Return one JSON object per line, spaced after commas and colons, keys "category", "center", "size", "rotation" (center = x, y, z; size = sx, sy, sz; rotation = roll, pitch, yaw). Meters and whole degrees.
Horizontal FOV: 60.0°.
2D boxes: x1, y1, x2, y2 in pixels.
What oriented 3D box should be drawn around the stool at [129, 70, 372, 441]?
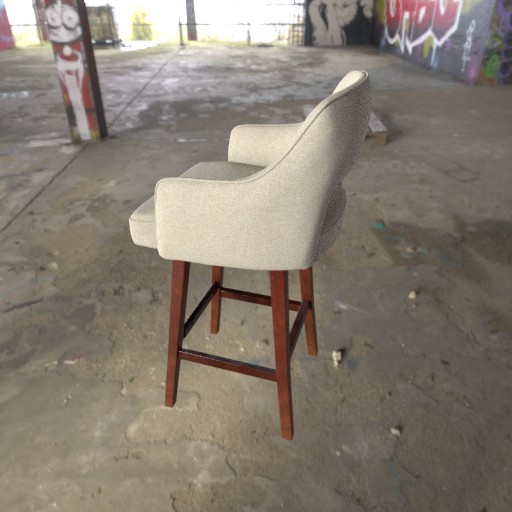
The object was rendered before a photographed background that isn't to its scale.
{"category": "stool", "center": [0.000, 0.000, 1.341], "size": [0.560, 1.041, 0.550], "rotation": [9, 32, 15]}
